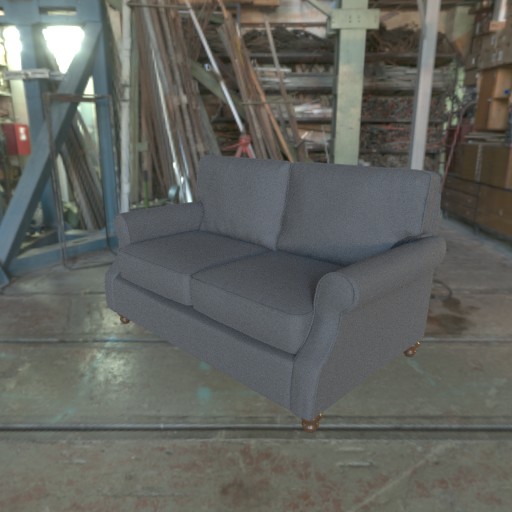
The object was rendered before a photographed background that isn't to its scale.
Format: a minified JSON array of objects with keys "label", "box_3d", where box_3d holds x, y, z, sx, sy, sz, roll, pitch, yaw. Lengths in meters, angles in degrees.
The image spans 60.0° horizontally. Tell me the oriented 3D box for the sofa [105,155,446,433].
[{"label":"sofa","box_3d":[0.000,0.000,2.285,1.665,0.937,0.964,16,22,42]}]
